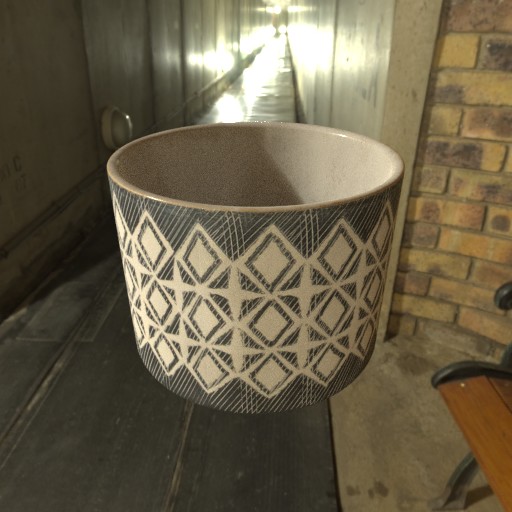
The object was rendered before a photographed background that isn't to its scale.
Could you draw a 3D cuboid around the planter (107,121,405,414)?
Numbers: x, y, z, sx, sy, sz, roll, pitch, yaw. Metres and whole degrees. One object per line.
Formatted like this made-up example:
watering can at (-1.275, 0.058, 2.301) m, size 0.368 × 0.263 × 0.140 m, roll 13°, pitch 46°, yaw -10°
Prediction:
planter at (0.000, 0.000, 0.221) m, size 0.126 × 0.104 × 0.126 m, roll 0°, pitch 29°, yaw 0°
